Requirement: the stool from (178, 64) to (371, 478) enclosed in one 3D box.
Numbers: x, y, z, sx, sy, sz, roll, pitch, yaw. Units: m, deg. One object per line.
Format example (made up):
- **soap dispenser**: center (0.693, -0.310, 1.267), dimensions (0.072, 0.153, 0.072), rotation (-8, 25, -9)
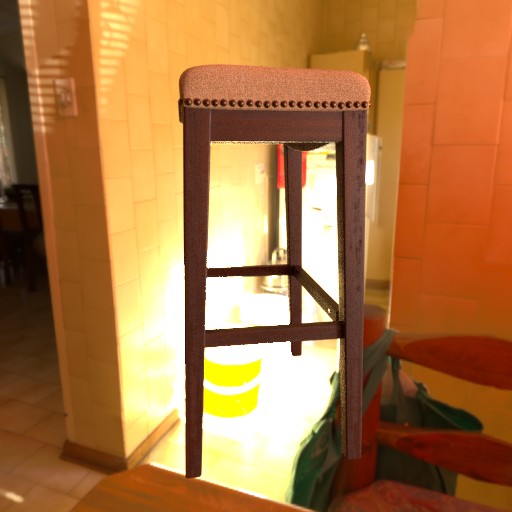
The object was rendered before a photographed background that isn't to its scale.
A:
- **stool**: center (0.000, 0.000, 1.050), dimensions (0.363, 0.768, 0.509), rotation (-2, 14, -9)
